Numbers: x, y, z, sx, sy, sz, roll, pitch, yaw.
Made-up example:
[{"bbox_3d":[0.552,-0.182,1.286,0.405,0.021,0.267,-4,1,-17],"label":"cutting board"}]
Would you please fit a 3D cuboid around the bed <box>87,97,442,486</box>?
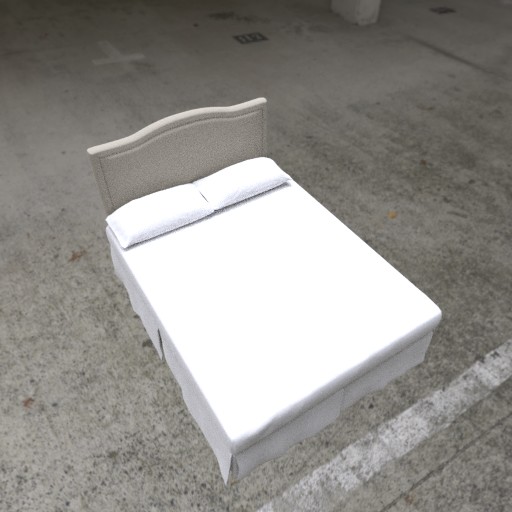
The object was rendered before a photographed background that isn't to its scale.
[{"bbox_3d":[0.000,0.000,3.618,1.977,1.437,2.477,-24,51,-22],"label":"bed"}]
